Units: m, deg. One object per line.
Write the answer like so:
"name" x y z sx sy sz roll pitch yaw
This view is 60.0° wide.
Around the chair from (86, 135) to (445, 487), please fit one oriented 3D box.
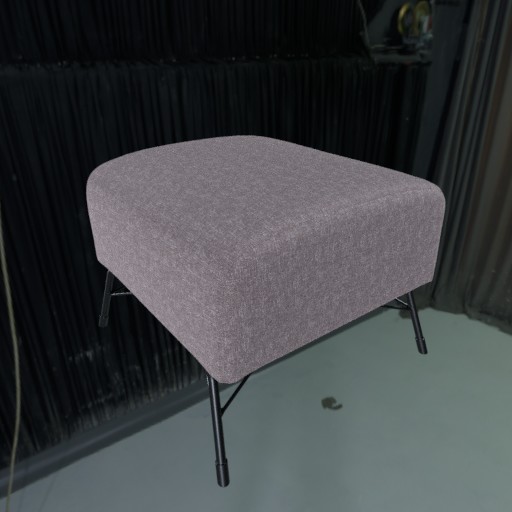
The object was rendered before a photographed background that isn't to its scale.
"chair" 0.000 0.000 0.903 0.530 0.410 0.530 -19 32 -33
